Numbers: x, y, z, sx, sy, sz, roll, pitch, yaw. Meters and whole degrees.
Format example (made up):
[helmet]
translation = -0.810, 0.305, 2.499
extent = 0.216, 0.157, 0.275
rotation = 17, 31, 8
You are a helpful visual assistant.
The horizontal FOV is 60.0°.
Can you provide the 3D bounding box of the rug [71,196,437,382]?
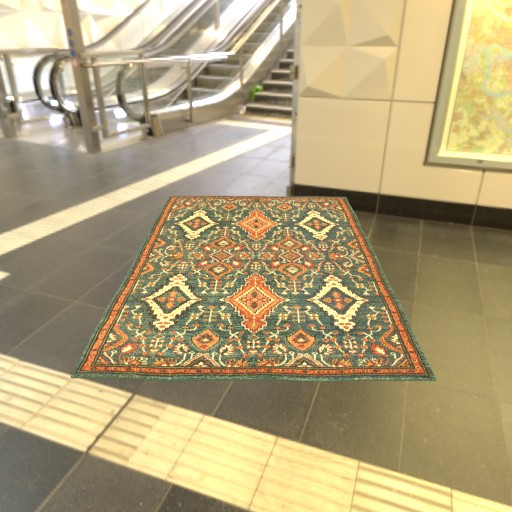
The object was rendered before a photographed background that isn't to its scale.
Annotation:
[rug]
translation = 0.000, 0.000, 2.978
extent = 1.622, 0.009, 2.373
rotation = 0, 27, 1
